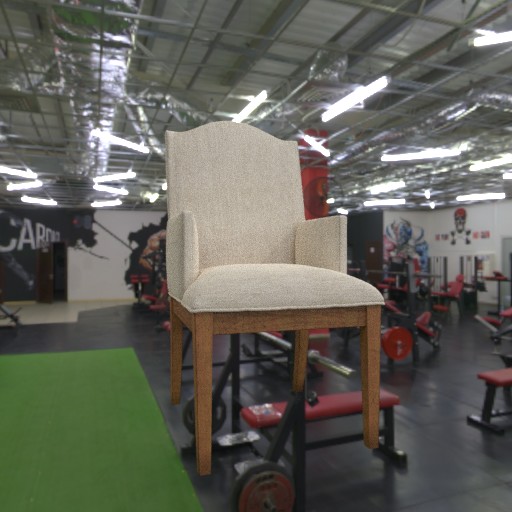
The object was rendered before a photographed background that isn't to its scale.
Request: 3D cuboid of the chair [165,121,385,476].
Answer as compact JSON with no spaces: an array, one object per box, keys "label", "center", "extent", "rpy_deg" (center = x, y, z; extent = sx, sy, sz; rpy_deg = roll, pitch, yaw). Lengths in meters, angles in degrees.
[{"label":"chair","center":[0.000,0.000,1.401],"extent":[0.533,1.016,0.641],"rpy_deg":[0,1,-18]}]
